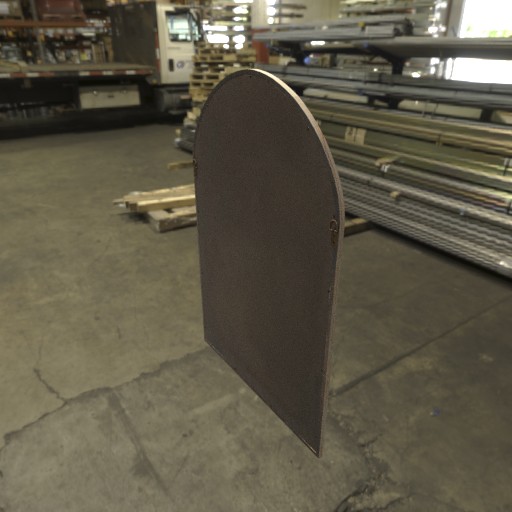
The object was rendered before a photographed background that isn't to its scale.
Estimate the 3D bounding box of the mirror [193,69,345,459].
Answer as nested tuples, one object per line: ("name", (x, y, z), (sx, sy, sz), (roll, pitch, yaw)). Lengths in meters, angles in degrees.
("mirror", (0.000, 0.000, 1.175), (0.032, 0.915, 0.609), (-17, 31, -31))
